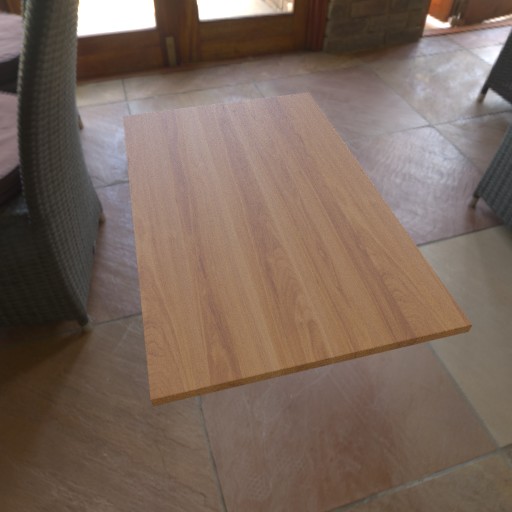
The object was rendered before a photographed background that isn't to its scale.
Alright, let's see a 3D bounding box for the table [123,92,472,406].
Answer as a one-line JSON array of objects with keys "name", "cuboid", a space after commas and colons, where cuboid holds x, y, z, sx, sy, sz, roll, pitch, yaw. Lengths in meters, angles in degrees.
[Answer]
[{"name": "table", "cuboid": [0.000, 0.000, 1.462, 0.700, 0.510, 1.100, -11, 48, -10]}]
